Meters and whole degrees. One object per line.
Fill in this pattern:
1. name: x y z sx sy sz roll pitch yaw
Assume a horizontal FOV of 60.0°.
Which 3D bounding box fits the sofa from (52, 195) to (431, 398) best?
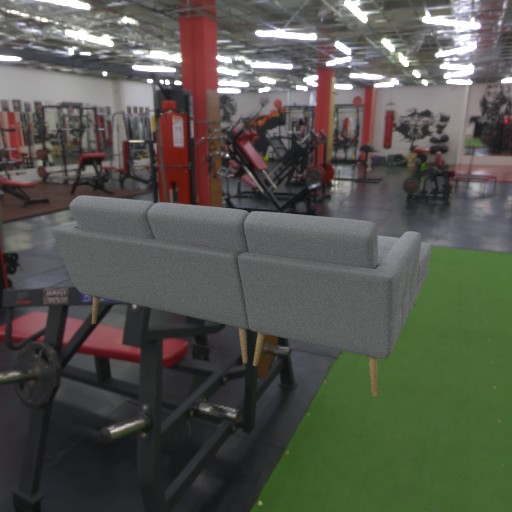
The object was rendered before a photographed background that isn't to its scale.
1. sofa: 0.000 0.000 2.922 2.040 0.860 1.530 8 18 26
